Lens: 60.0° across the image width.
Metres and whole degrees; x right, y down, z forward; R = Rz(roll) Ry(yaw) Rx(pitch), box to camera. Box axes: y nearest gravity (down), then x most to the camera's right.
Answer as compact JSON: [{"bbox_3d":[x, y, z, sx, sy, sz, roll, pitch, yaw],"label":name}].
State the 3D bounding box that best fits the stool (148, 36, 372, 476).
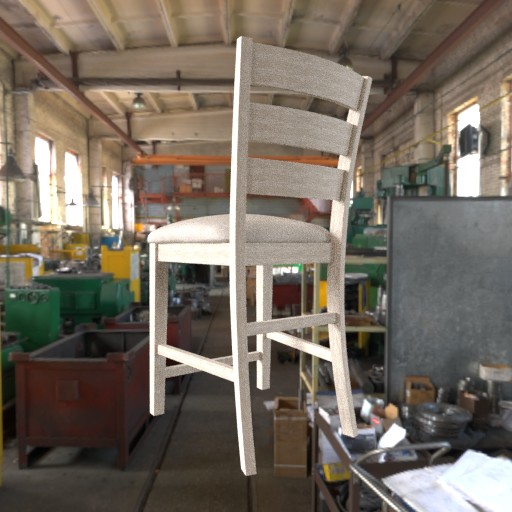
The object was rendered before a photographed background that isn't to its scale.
[{"bbox_3d":[0.000,0.000,1.343,0.484,1.032,0.569,-1,2,-35],"label":"stool"}]
